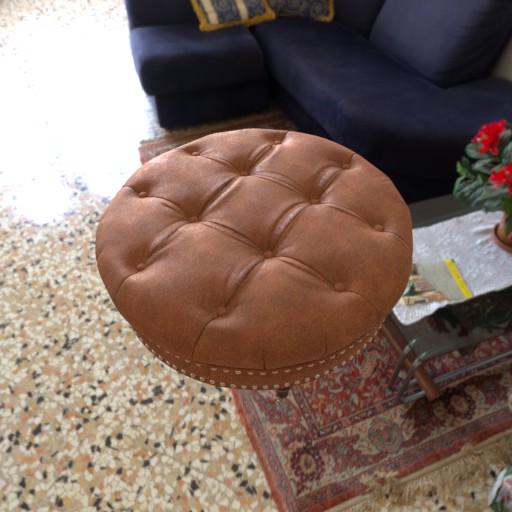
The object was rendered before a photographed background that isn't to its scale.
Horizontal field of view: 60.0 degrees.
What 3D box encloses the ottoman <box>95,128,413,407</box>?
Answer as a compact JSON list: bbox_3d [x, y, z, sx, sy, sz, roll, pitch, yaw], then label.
[{"bbox_3d":[0.000,0.000,1.376,0.901,0.444,0.901,0,47,0],"label":"ottoman"}]
